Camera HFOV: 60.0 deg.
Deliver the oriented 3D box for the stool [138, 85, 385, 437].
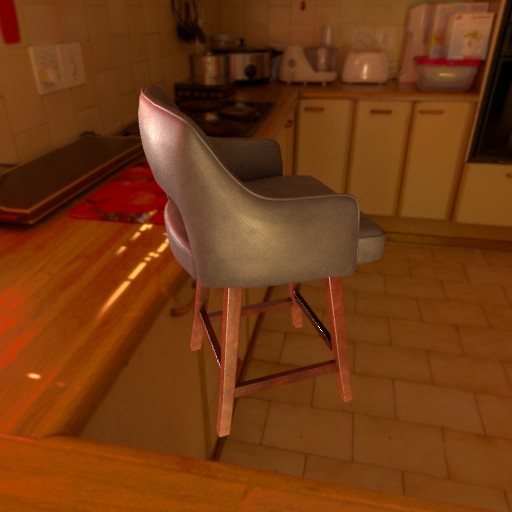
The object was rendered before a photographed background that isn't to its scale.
[{"bbox_3d":[0.000,0.000,1.295,0.560,0.936,0.550,-9,31,-16],"label":"stool"}]
